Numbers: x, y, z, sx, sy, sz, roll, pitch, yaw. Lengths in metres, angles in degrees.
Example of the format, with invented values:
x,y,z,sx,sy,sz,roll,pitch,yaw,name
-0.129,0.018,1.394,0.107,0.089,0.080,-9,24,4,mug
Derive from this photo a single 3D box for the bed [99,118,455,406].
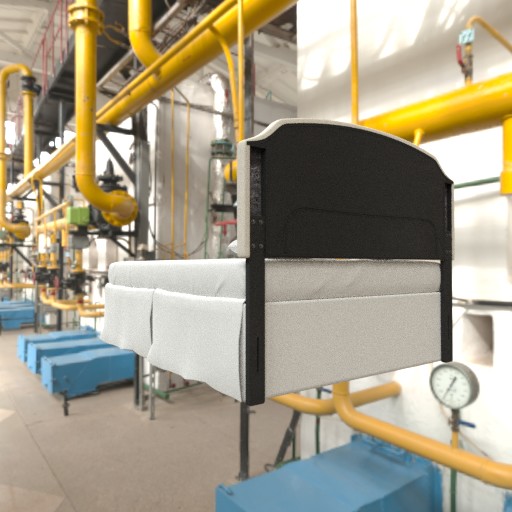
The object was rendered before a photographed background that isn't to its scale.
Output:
x,y,z,sx,sy,sz,roll,pitch,yaw,name
0.000,0.000,3.034,1.558,1.270,1.999,1,-1,-35,bed
